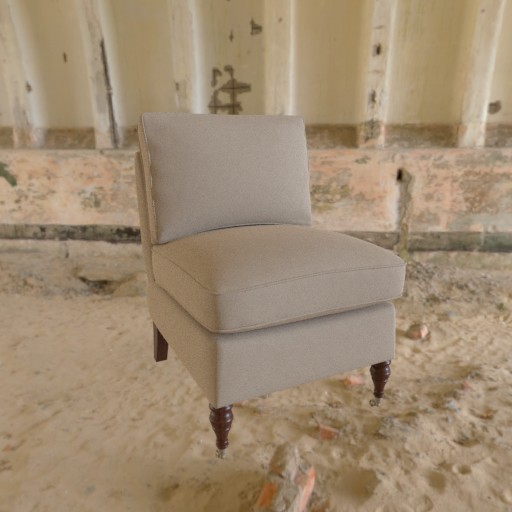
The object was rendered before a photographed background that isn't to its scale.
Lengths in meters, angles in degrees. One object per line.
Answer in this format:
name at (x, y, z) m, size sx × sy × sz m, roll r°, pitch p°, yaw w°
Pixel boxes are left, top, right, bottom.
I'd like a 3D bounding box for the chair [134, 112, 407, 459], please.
chair at (0.000, 0.000, 1.688) m, size 0.724 × 1.052 × 0.912 m, roll -7°, pitch 17°, yaw -25°
